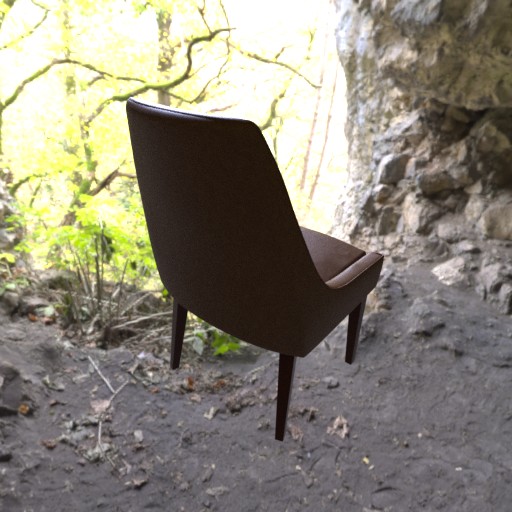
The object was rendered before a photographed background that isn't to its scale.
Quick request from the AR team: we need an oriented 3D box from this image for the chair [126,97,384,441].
[{"bbox_3d":[0.000,0.000,1.213,0.529,0.861,0.544,22,37,33],"label":"chair"}]
